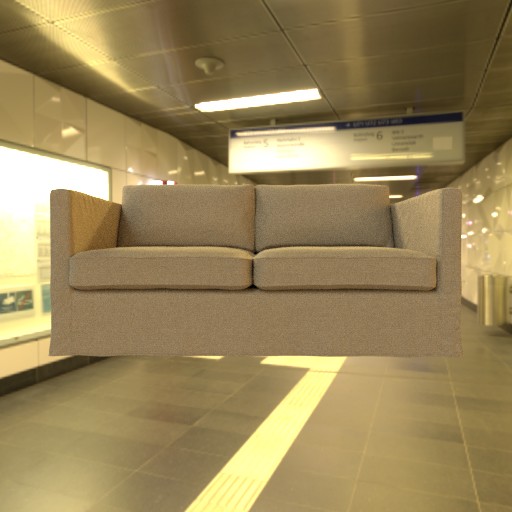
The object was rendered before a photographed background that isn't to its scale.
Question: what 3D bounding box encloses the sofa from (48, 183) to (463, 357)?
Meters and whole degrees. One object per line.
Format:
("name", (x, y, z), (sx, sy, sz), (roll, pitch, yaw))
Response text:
("sofa", (0.000, 0.000, 2.298), (1.766, 0.828, 0.956), (0, 1, 1))
